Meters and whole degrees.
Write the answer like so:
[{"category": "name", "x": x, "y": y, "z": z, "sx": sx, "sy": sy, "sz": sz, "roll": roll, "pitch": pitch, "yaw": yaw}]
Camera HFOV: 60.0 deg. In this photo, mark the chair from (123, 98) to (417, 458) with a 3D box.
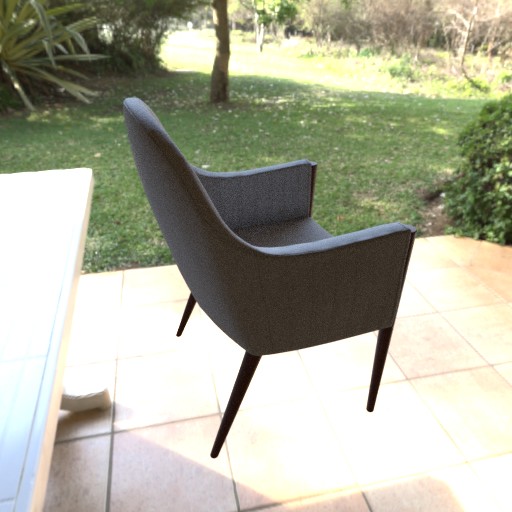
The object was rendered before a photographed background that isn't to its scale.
[{"category": "chair", "x": 0.000, "y": 0.000, "z": 1.273, "sx": 0.620, "sy": 0.889, "sz": 0.610, "roll": -9, "pitch": 30, "yaw": -16}]
